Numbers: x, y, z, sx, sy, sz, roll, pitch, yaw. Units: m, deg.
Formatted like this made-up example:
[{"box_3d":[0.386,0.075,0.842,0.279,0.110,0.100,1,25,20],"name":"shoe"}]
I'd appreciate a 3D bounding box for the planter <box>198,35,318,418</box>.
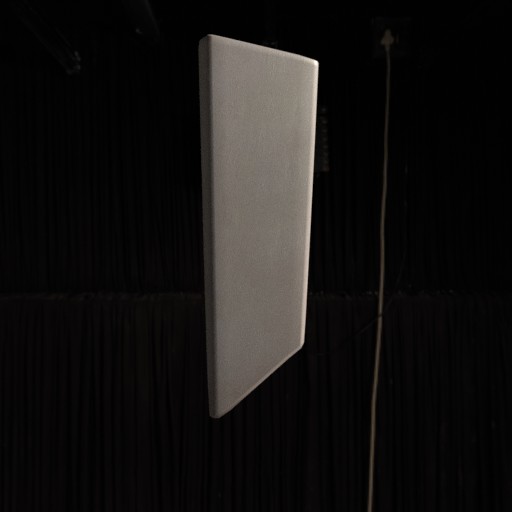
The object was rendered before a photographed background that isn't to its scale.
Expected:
[{"box_3d":[0.000,0.000,0.274,0.060,0.197,0.150,0,-2,-2],"name":"planter"}]
